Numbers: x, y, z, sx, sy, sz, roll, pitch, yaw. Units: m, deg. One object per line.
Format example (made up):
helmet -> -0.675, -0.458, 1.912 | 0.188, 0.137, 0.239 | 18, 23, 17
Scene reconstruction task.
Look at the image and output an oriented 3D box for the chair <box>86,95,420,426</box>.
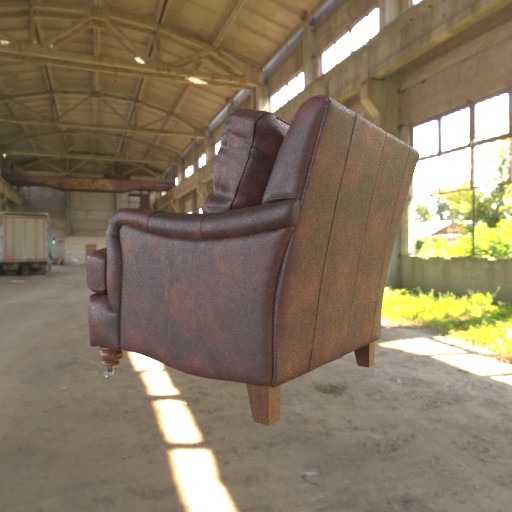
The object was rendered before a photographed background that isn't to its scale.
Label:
chair -> 0.000, 0.000, 1.929 | 1.156, 1.051, 0.987 | 1, 2, 36
